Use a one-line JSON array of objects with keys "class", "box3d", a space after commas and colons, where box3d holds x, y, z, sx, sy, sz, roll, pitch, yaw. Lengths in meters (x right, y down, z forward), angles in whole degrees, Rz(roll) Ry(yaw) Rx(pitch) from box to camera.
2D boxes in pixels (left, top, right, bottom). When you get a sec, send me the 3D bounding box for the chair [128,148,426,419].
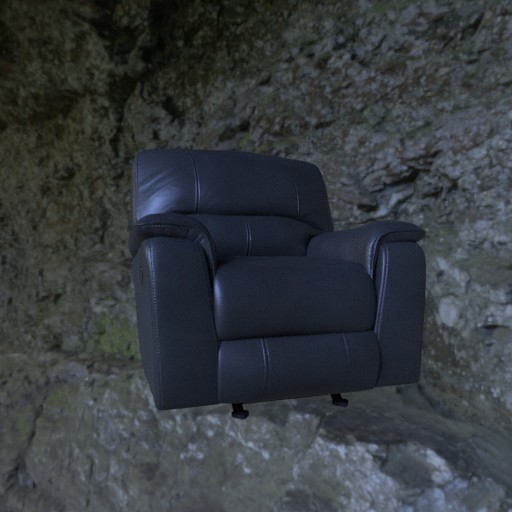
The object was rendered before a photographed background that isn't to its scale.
[{"class": "chair", "box3d": [0.000, 0.000, 1.958, 1.096, 1.109, 1.087, 0, 0, -19]}]
